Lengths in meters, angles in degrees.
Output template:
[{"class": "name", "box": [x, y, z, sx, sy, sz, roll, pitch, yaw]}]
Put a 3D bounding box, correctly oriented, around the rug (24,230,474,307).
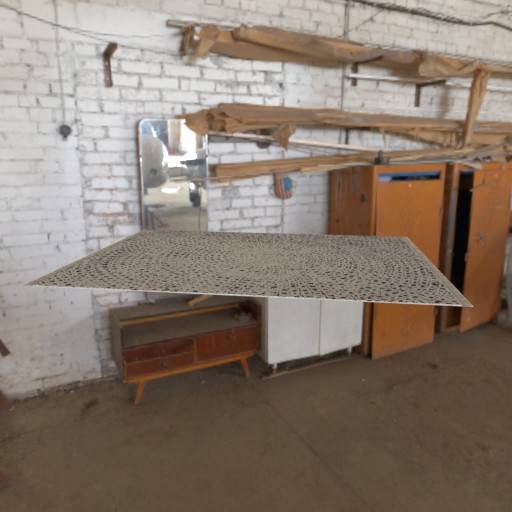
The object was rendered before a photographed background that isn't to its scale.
[{"class": "rug", "box": [0.000, 0.000, 2.160, 1.634, 0.003, 1.190, 2, 14, 8]}]
